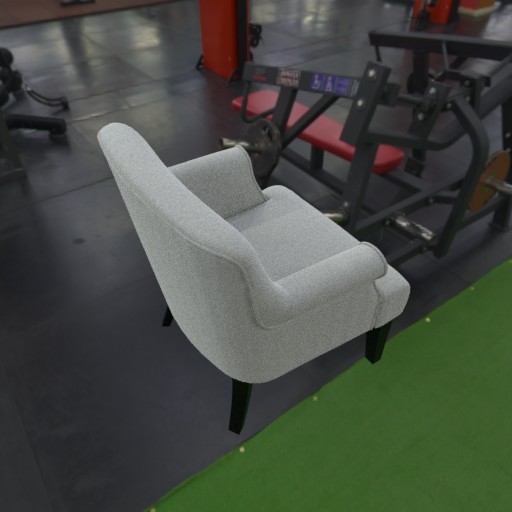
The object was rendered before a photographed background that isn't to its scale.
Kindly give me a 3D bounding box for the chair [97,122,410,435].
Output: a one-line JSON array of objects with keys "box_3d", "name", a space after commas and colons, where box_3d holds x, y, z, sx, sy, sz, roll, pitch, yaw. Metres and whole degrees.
[{"box_3d": [0.000, 0.000, 1.461, 0.750, 0.875, 0.781, -24, 46, -24], "name": "chair"}]
